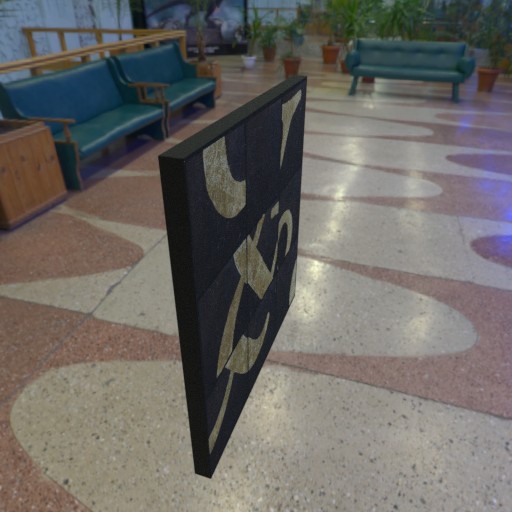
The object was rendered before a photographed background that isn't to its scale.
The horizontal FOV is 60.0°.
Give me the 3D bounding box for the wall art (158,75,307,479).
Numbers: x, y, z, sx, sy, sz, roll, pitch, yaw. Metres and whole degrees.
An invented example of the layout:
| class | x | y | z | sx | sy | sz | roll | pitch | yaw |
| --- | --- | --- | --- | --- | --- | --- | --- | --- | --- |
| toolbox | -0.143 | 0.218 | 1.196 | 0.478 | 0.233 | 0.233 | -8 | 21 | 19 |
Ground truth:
| class | x | y | z | sx | sy | sz | roll | pitch | yaw |
| --- | --- | --- | --- | --- | --- | --- | --- | --- | --- |
| wall art | 0.000 | 0.000 | 1.138 | 0.044 | 0.758 | 0.758 | 10 | 32 | 16 |
